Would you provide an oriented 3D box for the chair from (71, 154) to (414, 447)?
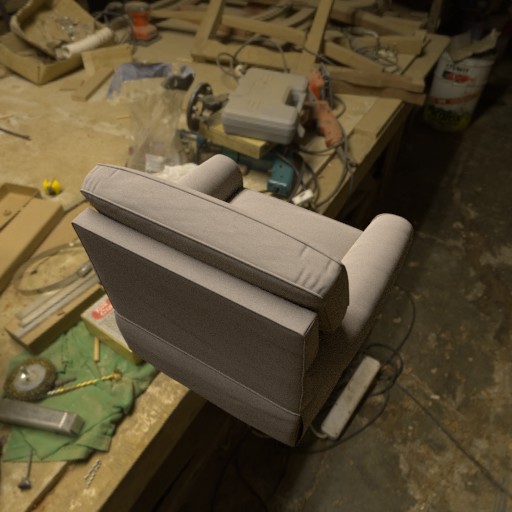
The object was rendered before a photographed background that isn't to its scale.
[{"bbox_3d":[0.000,0.000,1.922,1.135,1.017,0.988,24,50,22],"label":"chair"}]
